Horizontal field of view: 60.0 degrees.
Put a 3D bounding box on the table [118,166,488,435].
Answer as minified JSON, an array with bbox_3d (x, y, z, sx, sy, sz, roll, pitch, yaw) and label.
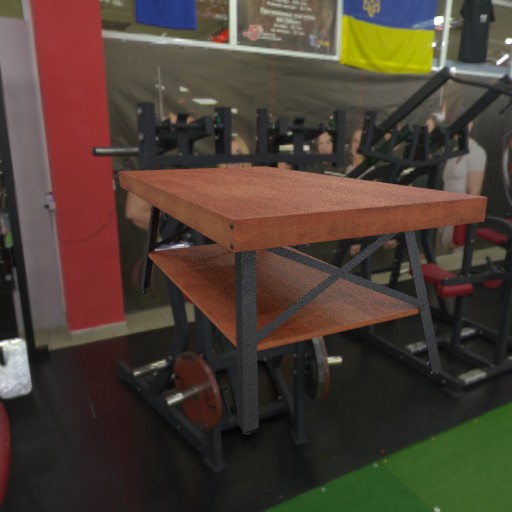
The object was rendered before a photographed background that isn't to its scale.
[{"bbox_3d":[0.000,0.000,1.364,0.610,0.457,1.067,-7,17,-25],"label":"table"}]
